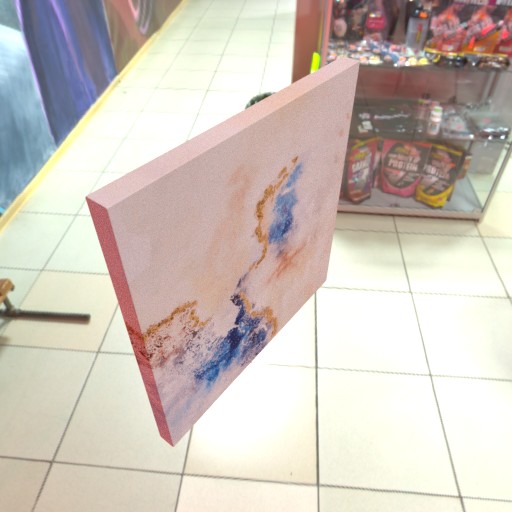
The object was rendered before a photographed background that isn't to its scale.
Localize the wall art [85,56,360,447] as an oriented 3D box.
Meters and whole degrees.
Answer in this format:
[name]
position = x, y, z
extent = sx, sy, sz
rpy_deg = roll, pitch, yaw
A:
[wall art]
position = 0.000, 0.000, 1.560
extent = 0.071, 1.061, 1.061
rpy_deg = 28, 49, 27
